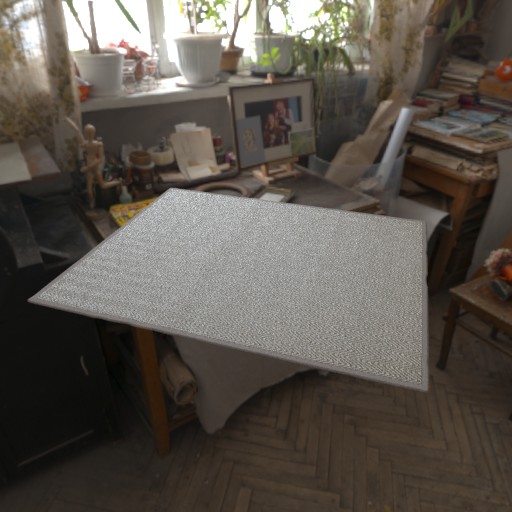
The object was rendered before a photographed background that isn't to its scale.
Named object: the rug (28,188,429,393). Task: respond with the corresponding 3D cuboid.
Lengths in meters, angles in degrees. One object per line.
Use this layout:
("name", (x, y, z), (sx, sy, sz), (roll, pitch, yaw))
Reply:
("rug", (0.000, 0.000, 4.086), (3.007, 0.032, 2.434), (9, 32, 15))
